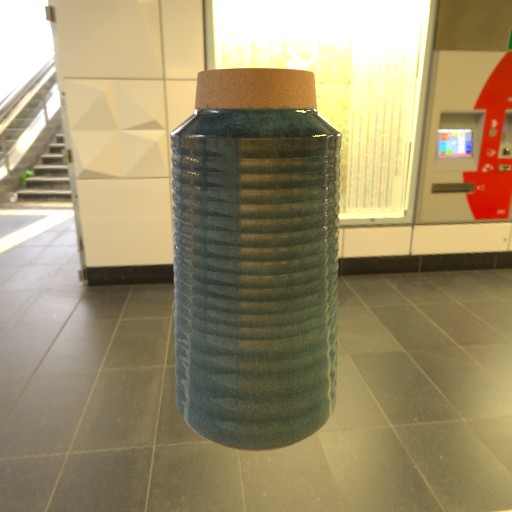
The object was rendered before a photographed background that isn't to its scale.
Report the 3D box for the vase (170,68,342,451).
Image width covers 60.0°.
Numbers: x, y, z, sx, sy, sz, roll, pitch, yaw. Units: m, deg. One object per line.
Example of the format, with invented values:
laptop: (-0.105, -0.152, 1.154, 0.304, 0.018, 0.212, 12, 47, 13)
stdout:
vase: (0.000, 0.000, 0.413, 0.163, 0.316, 0.163, 0, 18, 0)
